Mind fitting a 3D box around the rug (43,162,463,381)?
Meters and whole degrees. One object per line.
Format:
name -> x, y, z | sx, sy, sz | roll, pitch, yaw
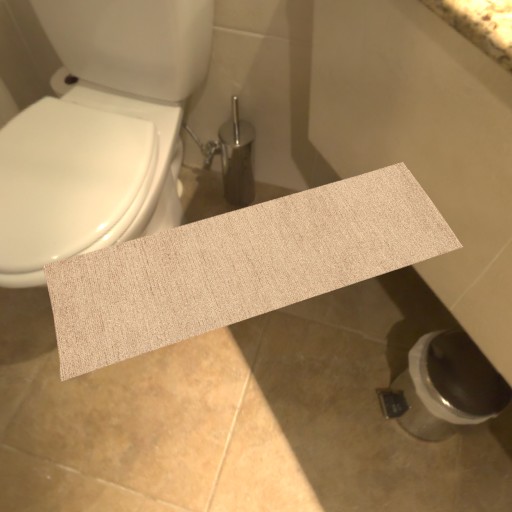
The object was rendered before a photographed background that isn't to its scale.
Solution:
rug -> 0.000, 0.000, 2.576 | 2.346, 0.013, 0.712 | -17, 61, -10
